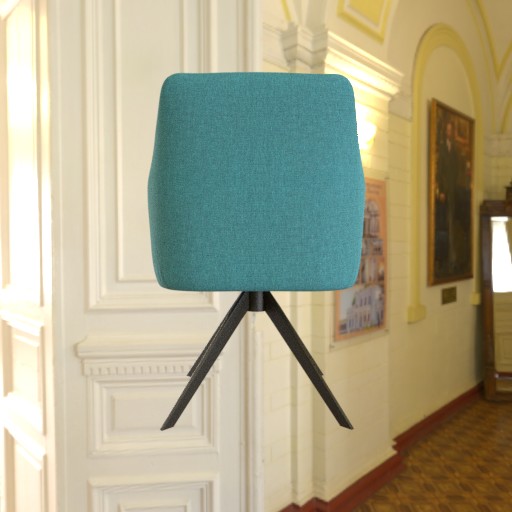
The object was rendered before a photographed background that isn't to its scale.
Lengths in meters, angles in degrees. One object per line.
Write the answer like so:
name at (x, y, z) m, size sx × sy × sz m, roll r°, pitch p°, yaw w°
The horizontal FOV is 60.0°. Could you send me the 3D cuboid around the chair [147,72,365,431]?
chair at (0.000, 0.000, 1.353) m, size 0.642 × 0.874 × 0.677 m, roll 0°, pitch 1°, yaw -1°
